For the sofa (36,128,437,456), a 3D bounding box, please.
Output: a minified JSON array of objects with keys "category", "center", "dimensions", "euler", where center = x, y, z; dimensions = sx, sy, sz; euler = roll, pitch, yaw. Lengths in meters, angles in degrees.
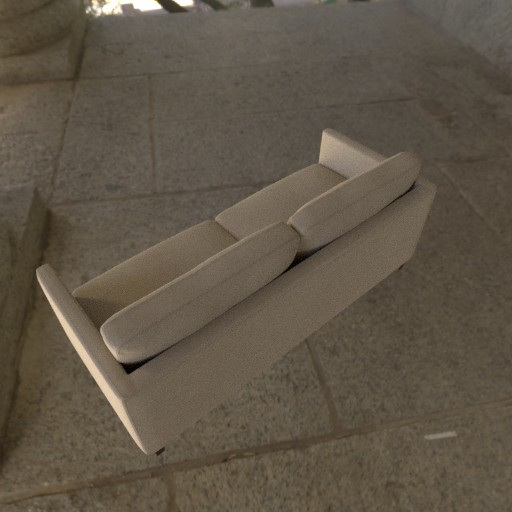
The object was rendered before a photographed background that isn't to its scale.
[{"category":"sofa","center":[0.000,0.000,2.650],"dimensions":[2.181,0.932,0.948],"euler":[-31,54,-27]}]
